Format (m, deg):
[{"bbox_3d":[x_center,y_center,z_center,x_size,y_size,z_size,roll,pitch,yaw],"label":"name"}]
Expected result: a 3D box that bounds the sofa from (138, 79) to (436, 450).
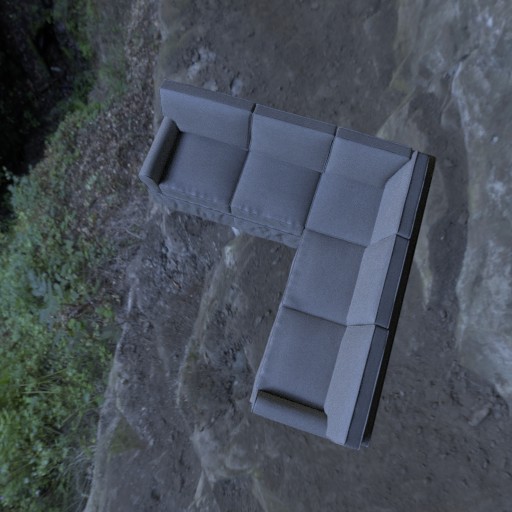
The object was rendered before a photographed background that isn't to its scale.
[{"bbox_3d":[0.000,0.000,4.083,2.618,1.081,2.623,17,76,5],"label":"sofa"}]
